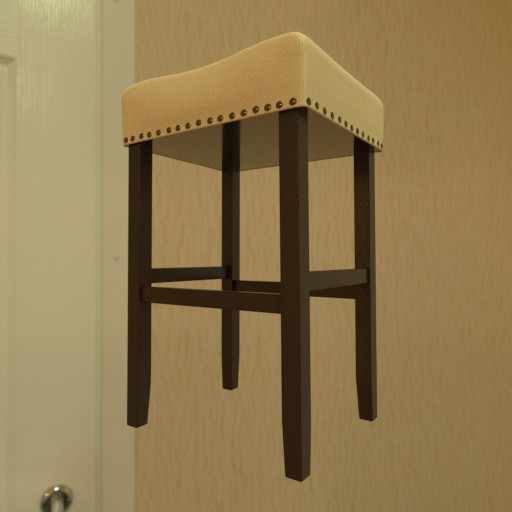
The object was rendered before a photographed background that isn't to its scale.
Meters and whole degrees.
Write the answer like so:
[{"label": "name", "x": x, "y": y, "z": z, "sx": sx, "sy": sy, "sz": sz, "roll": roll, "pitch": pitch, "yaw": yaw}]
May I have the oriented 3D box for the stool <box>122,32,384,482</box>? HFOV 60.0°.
[{"label": "stool", "x": 0.000, "y": 0.000, "z": 1.019, "sx": 0.471, "sy": 0.762, "sz": 0.401, "roll": 0, "pitch": 0, "yaw": 35}]
